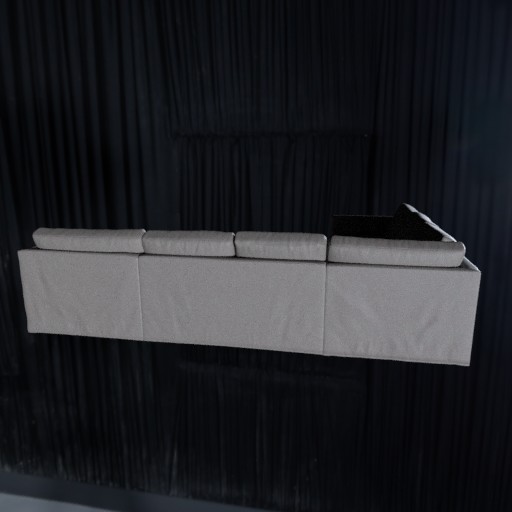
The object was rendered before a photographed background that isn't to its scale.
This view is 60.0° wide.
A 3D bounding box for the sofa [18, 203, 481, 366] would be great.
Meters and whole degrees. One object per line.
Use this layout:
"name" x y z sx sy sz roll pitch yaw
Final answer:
"sofa" 0.000 0.000 4.418 3.460 0.882 2.427 2 14 10
